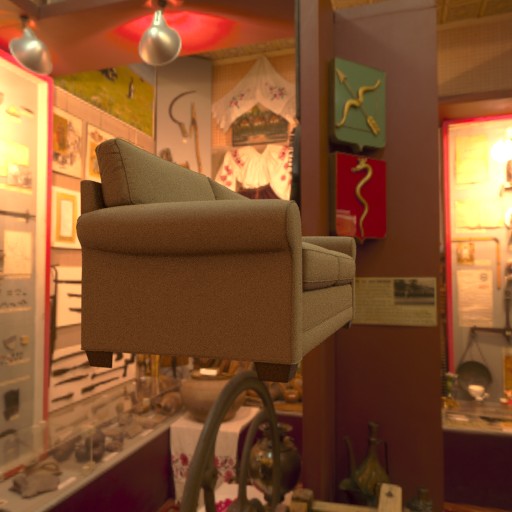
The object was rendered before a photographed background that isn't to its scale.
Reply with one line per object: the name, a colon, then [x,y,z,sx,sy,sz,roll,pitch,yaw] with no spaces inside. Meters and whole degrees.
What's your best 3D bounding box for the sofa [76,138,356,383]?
sofa: [0.000,0.000,2.480,0.940,0.952,1.930,-1,-2,19]
